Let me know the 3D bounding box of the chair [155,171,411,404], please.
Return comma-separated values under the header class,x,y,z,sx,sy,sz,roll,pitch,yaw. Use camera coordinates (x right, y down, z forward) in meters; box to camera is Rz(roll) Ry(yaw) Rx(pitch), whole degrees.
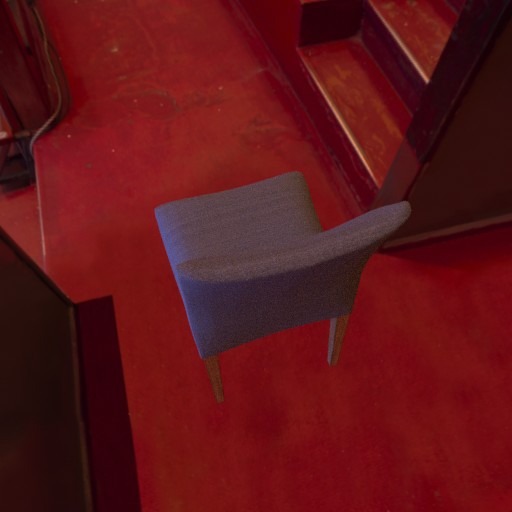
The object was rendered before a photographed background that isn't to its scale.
class,x,y,z,sx,sy,sz,roll,pitch,yaw
chair,0.000,0.000,1.266,0.496,0.940,0.585,-16,62,-9
